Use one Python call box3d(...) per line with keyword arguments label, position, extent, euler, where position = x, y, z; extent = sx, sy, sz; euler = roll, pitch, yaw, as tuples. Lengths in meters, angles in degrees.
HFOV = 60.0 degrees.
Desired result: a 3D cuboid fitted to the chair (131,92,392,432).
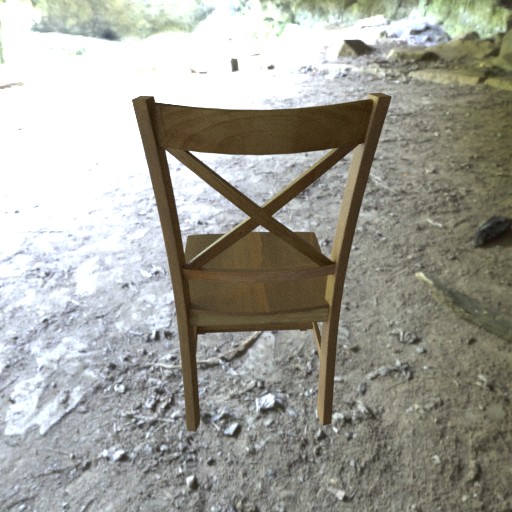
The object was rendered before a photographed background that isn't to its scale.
box3d(label="chair", position=(0.000, 0.000, 1.287), extent=(0.485, 0.983, 0.542), euler=(-2, 31, -3))
